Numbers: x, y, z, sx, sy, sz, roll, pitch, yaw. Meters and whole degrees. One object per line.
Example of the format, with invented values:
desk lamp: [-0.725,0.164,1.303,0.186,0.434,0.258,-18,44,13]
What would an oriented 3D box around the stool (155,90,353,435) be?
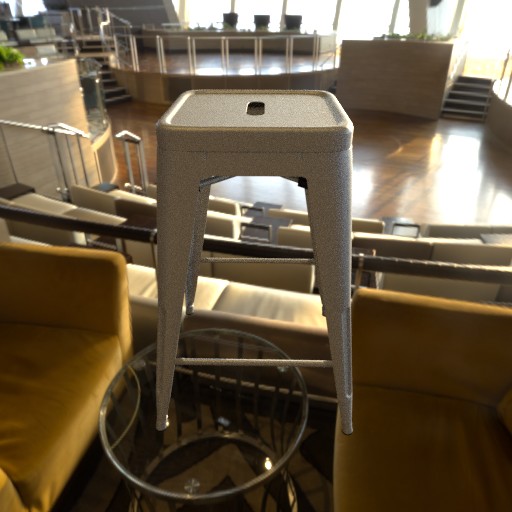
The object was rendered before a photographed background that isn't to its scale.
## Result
stool: [0.000,0.000,0.927,0.406,0.610,0.406,1,31,1]
